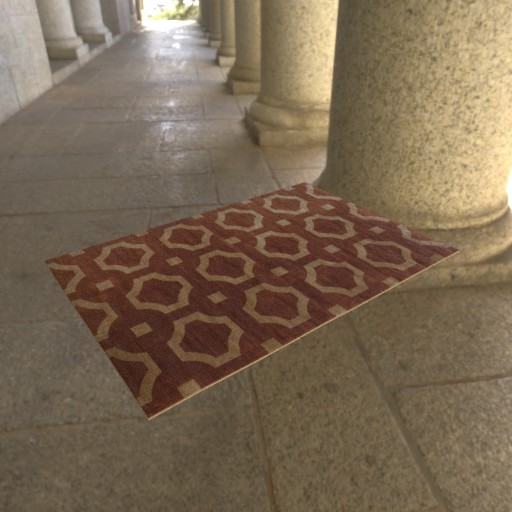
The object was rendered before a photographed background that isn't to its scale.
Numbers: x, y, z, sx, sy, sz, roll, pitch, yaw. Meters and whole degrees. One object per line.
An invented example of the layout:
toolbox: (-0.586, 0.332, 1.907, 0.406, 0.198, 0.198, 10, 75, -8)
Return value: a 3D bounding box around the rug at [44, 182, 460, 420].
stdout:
rug: (0.000, 0.000, 2.942, 2.286, 0.016, 1.555, -21, 37, -31)
